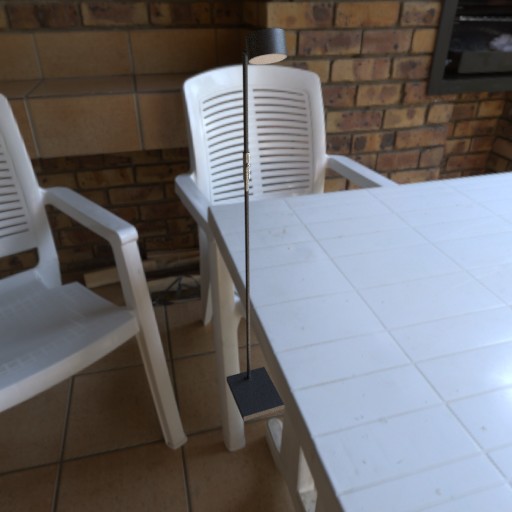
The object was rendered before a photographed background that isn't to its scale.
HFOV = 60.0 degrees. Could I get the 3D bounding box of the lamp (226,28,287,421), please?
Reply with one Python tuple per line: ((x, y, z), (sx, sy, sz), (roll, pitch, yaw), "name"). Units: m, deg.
((0.000, 0.000, 1.732), (0.203, 1.600, 0.304), (-11, 32, -17), "lamp")
